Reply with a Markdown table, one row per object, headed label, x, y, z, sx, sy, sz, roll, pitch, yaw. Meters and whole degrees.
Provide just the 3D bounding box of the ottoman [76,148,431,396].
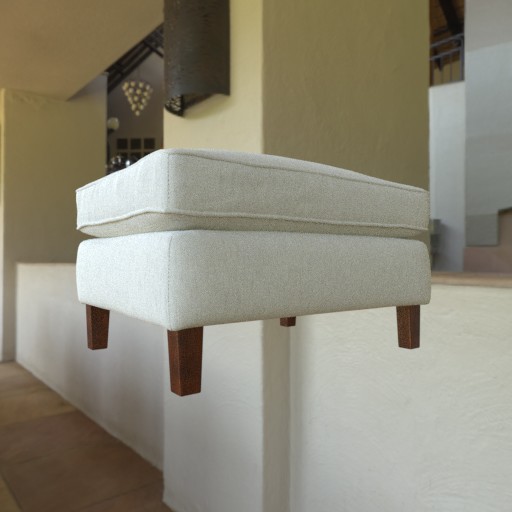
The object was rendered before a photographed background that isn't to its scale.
| label | x | y | z | sx | sy | sz | roll | pitch | yaw |
| --- | --- | --- | --- | --- | --- | --- | --- | --- | --- |
| ottoman | 0.000 | 0.000 | 0.980 | 0.665 | 0.406 | 0.501 | 0 | -1 | -37 |
